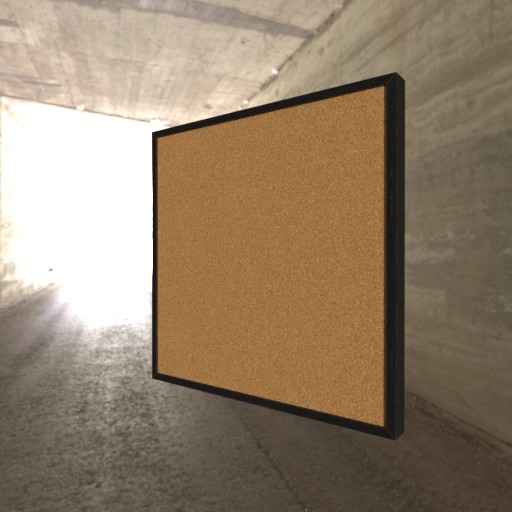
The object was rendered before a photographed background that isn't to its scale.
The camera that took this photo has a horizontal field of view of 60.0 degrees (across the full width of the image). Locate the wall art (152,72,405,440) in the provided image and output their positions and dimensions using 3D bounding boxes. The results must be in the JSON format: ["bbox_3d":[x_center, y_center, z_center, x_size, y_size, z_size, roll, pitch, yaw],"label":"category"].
[{"bbox_3d":[0.000,0.000,0.773,0.506,0.506,0.036,0,0,37],"label":"wall art"}]
